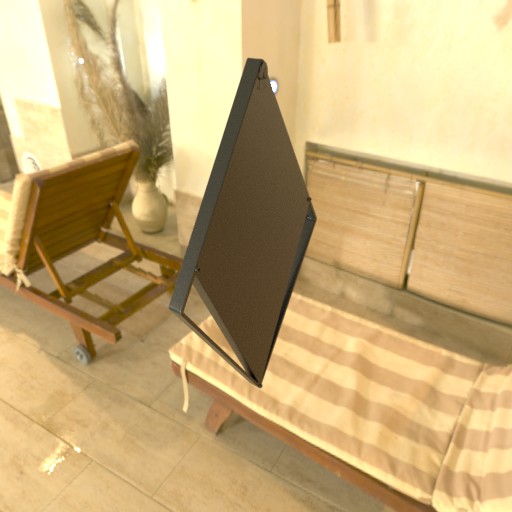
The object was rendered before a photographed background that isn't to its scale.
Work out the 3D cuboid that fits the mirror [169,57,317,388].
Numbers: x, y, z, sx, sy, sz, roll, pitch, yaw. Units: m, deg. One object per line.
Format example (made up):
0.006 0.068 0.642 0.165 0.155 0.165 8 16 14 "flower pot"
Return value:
0.000 0.000 0.829 0.032 0.679 0.419 20 36 31 "mirror"
